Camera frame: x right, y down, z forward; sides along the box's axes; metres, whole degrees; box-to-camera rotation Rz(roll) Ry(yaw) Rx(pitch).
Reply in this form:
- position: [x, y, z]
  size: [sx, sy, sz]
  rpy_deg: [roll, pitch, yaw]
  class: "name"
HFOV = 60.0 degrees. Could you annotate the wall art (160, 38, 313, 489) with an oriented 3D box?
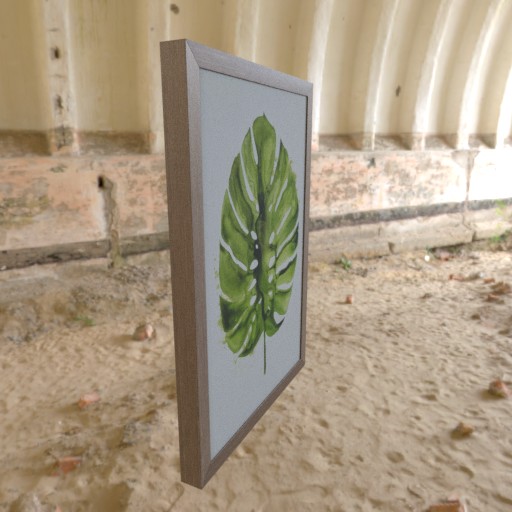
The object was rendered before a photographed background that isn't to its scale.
- position: [0.000, 0.000, 0.645]
  size: [0.032, 0.510, 0.358]
  rpy_deg: [7, 16, 26]
  class: "wall art"
